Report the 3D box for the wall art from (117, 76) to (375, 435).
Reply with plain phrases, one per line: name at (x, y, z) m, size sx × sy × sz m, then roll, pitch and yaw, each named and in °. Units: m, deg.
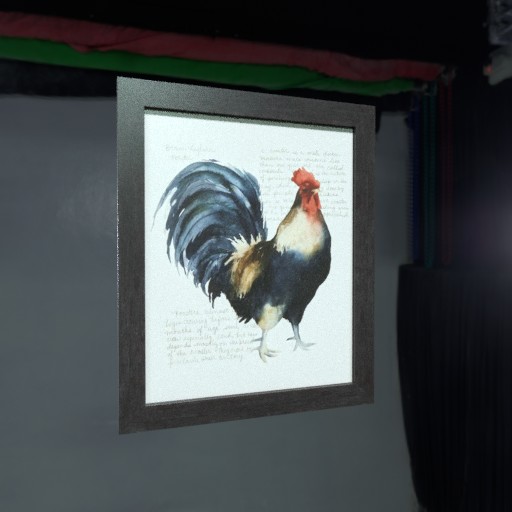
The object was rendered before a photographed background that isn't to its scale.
wall art at (0.000, 0.000, 0.804) m, size 0.479 × 0.580 × 0.027 m, roll 0°, pitch 1°, yaw -18°
